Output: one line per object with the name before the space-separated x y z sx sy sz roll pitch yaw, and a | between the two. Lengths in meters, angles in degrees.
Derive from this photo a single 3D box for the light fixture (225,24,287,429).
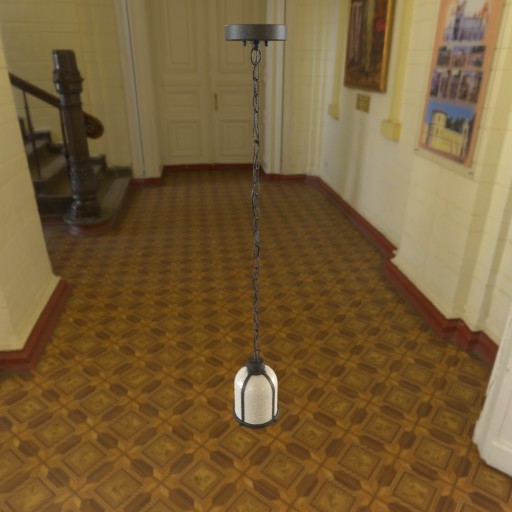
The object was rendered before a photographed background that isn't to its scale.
light fixture | 0.000 0.000 1.279 0.178 1.181 0.178 18 30 33
